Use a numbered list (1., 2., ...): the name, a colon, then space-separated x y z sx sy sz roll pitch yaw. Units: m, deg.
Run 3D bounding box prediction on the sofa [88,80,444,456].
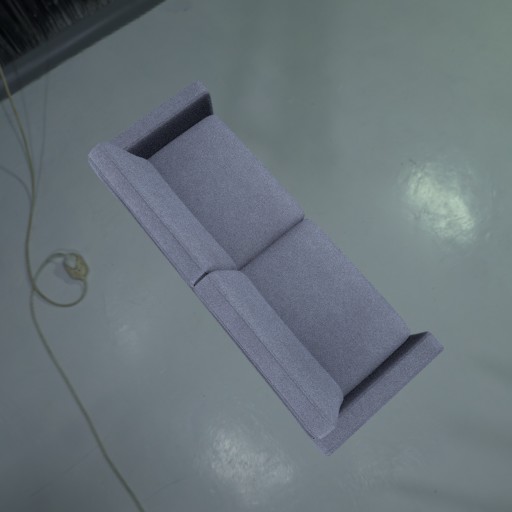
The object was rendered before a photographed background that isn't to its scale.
1. sofa: 0.000 0.000 2.386 0.774 0.828 1.925 -39 79 -9
